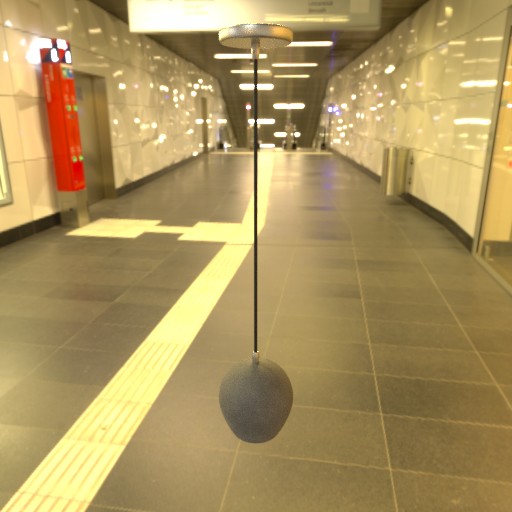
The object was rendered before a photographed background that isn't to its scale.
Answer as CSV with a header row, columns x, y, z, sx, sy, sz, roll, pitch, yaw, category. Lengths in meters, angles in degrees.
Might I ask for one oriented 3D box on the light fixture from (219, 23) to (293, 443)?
x,y,z,sx,sy,sz,roll,pitch,yaw,category
0.000,0.000,0.827,0.153,0.760,0.153,-3,17,-10,light fixture
